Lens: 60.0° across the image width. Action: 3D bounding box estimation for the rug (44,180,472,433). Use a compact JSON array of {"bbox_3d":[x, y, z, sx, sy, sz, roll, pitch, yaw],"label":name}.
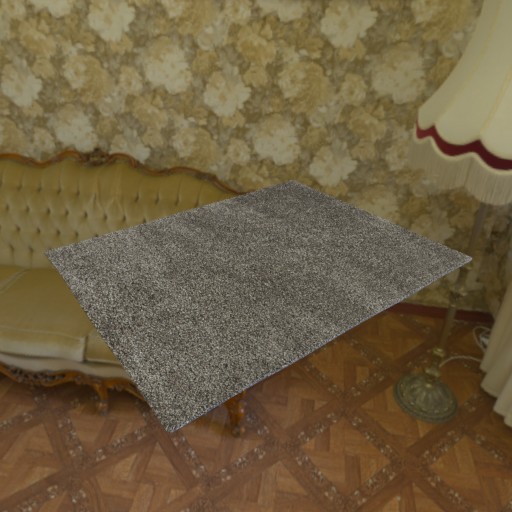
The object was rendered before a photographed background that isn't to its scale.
[{"bbox_3d":[0.000,0.000,3.968,3.000,0.025,2.401,-21,37,-31],"label":"rug"}]
